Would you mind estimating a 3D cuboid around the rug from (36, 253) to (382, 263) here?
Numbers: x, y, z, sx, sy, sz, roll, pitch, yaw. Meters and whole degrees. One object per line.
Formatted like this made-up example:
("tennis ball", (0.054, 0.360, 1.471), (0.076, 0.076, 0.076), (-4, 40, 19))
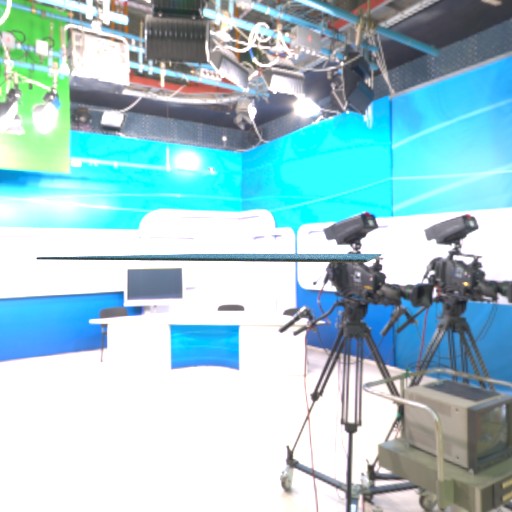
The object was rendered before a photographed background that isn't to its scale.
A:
("rug", (0.000, 0.000, 2.916), (1.543, 0.015, 2.144), (0, 1, 17))
